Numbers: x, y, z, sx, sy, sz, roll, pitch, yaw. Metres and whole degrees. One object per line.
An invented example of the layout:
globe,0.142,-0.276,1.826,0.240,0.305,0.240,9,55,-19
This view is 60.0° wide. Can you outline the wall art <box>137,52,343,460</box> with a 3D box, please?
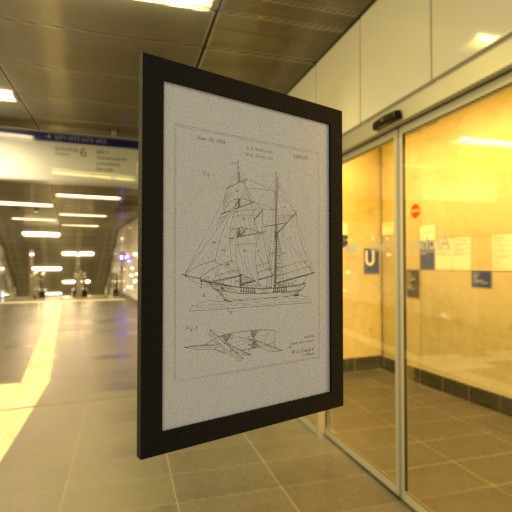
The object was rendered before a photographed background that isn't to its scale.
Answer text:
wall art,0.000,0.000,0.598,0.326,0.459,0.011,1,-2,-36
